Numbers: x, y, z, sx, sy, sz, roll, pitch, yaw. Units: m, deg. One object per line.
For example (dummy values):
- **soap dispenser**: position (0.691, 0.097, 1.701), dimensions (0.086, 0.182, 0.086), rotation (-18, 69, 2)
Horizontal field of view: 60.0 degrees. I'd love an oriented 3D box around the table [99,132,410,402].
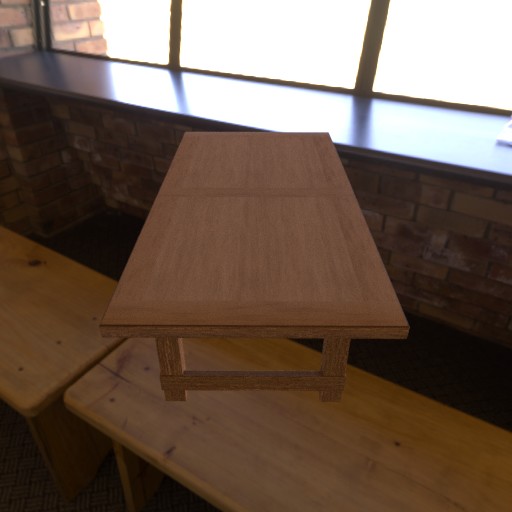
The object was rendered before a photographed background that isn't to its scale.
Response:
- **table**: position (0.000, 0.000, 2.457), dimensions (1.000, 0.762, 1.982), rotation (0, 33, 0)
